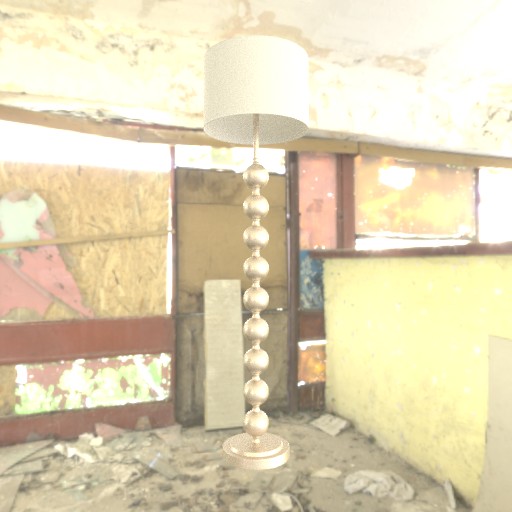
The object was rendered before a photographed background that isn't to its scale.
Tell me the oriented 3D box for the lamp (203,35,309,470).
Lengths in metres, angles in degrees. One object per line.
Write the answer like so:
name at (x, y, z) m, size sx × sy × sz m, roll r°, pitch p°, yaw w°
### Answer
lamp at (0.000, 0.000, 1.658) m, size 0.394 × 1.474 × 0.394 m, roll 0°, pitch -1°, yaw 1°
